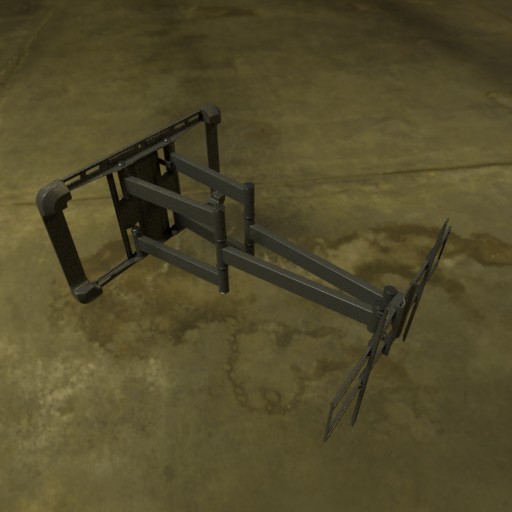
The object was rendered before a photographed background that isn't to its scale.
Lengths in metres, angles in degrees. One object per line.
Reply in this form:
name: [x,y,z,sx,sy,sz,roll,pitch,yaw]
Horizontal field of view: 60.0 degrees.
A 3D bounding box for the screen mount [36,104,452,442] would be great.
screen mount: [0.000,0.000,1.319,0.905,0.483,0.725,26,48,26]
